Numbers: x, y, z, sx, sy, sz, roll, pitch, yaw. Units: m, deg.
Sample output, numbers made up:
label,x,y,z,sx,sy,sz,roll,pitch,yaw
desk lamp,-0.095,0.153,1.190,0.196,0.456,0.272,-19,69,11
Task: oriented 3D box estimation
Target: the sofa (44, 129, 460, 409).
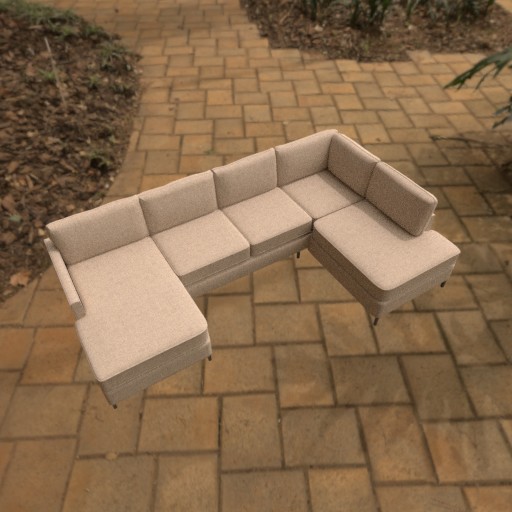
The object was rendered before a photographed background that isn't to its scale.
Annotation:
label,x,y,z,sx,sy,sz,roll,pitch,yaw
sofa,0.000,0.000,4.243,3.423,0.996,2.021,-24,50,-22
